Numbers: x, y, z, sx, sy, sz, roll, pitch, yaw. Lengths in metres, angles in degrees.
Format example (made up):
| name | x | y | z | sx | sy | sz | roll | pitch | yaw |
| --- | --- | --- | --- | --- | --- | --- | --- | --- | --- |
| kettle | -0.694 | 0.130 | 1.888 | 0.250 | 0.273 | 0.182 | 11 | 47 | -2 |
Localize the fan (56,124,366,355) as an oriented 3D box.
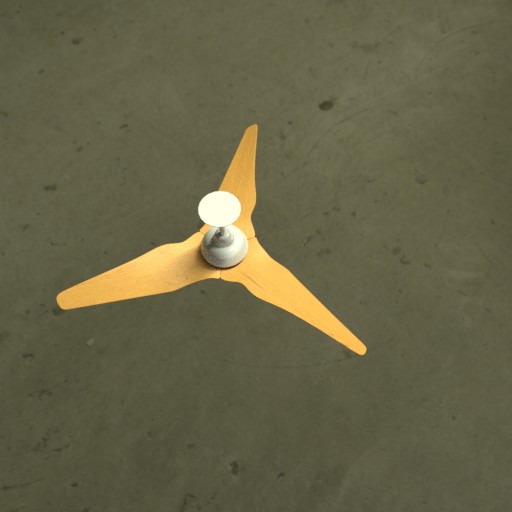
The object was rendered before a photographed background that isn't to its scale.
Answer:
| name | x | y | z | sx | sy | sz | roll | pitch | yaw |
| --- | --- | --- | --- | --- | --- | --- | --- | --- | --- |
| fan | 0.000 | 0.000 | 1.615 | 1.010 | 0.355 | 1.142 | 35 | 68 | 16 |
